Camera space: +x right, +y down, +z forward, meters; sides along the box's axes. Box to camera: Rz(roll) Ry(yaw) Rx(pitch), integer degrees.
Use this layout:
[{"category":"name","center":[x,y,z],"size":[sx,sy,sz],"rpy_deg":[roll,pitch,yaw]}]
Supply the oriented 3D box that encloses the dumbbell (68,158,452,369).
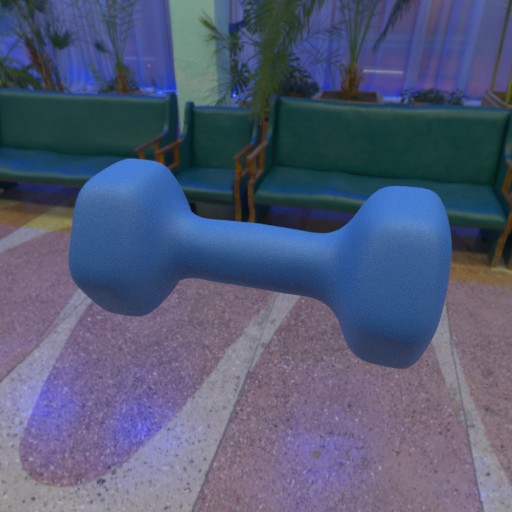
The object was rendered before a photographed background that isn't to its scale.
[{"category":"dumbbell","center":[0.000,0.000,0.266],"size":[0.212,0.093,0.103],"rpy_deg":[9,32,14]}]
